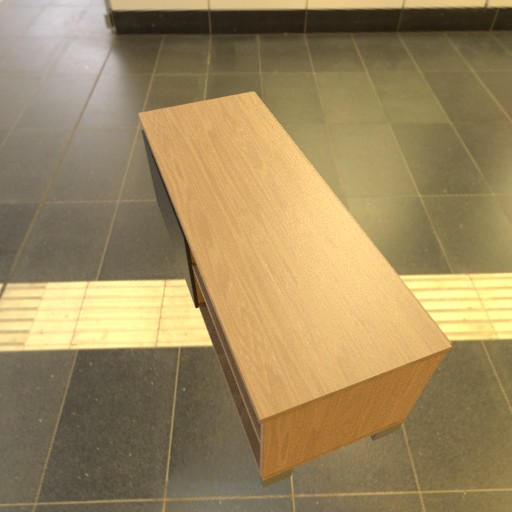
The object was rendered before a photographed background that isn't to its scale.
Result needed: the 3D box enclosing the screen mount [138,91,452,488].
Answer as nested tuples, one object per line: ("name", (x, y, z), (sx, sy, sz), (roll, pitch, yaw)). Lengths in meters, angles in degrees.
("screen mount", (0.000, 0.000, 1.309), (0.406, 0.432, 1.084), (-16, 50, -14))
